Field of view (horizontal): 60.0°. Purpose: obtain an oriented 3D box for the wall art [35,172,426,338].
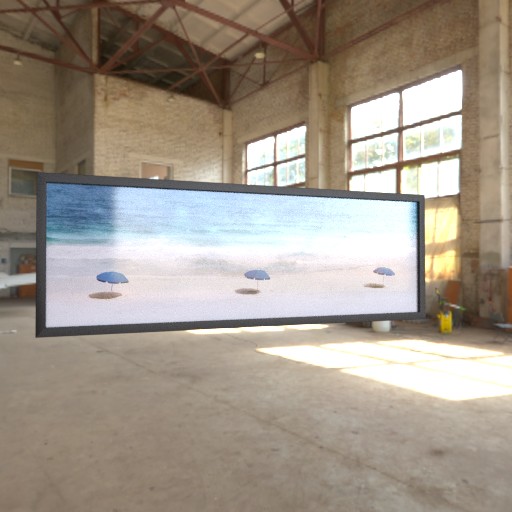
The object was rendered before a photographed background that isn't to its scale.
[{"bbox_3d":[0.000,0.000,0.964,0.860,0.303,0.037,0,-1,-18],"label":"wall art"}]
